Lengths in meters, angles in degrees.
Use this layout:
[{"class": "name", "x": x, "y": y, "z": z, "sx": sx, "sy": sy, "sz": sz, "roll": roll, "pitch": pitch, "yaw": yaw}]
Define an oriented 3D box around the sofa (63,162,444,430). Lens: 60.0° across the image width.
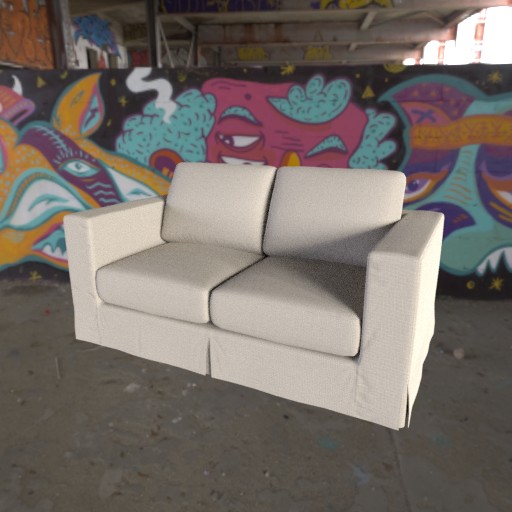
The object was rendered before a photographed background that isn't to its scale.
[{"class": "sofa", "x": 0.000, "y": 0.000, "z": 2.408, "sx": 1.813, "sy": 0.932, "sz": 1.009, "roll": 8, "pitch": 18, "yaw": 26}]
